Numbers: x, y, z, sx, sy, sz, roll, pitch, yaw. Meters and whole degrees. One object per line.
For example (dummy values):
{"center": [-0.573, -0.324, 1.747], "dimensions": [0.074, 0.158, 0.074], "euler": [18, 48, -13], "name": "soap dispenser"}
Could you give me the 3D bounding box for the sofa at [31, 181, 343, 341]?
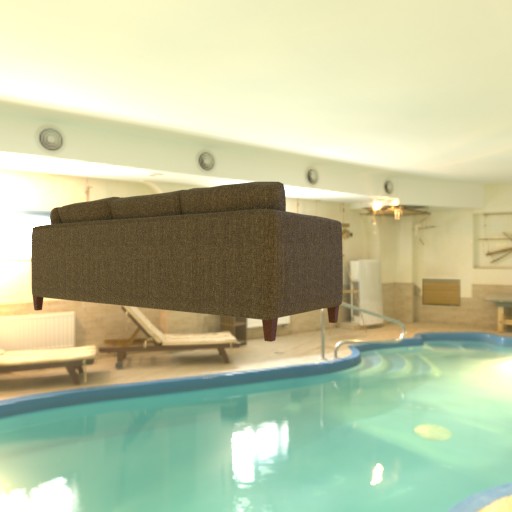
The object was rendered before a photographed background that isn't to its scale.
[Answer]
{"center": [0.000, 0.000, 4.494], "dimensions": [2.593, 0.947, 3.302], "euler": [0, 0, 35], "name": "sofa"}
